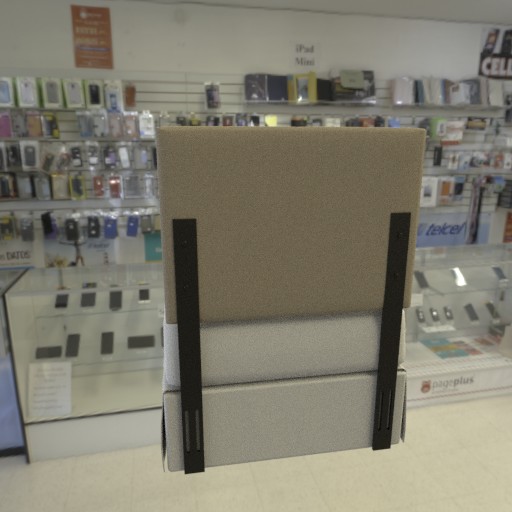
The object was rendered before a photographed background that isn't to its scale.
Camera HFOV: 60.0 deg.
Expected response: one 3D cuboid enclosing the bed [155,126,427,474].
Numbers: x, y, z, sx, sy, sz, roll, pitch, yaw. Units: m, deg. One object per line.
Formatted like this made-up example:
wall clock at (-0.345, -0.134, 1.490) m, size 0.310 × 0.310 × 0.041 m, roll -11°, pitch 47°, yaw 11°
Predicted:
bed at (0.000, 0.000, 2.909) m, size 1.261 × 1.571 × 1.997 m, roll -3°, pitch 15°, yaw -10°
